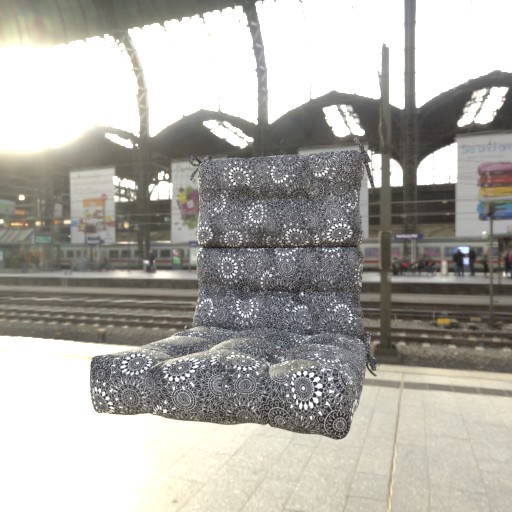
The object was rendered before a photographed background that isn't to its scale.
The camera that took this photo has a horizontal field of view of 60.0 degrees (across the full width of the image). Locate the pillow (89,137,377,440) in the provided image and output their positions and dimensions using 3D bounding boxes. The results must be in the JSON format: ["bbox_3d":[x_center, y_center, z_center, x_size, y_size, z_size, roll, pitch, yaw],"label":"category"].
[{"bbox_3d":[0.000,0.000,0.999,0.519,0.605,0.571,0,0,17],"label":"pillow"}]
